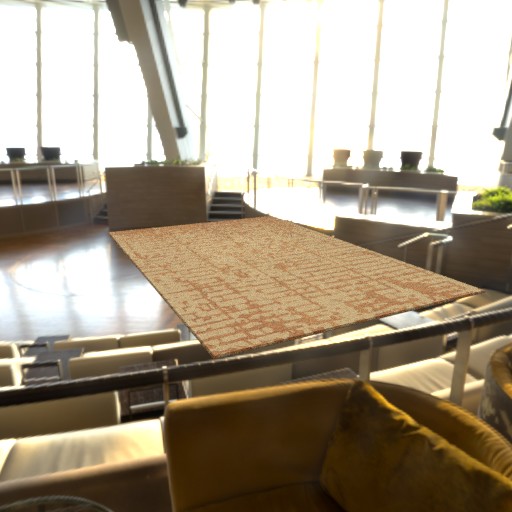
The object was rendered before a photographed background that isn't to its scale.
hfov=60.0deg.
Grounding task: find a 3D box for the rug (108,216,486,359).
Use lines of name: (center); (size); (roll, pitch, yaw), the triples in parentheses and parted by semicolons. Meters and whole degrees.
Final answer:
rug: (0.000, 0.000, 2.360); (1.219, 0.011, 1.829); (-8, 18, -26)
